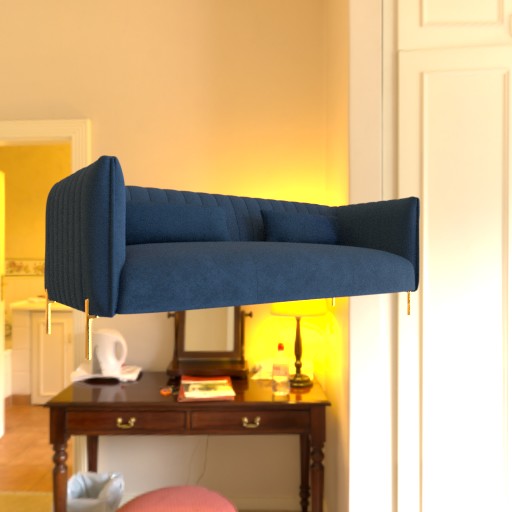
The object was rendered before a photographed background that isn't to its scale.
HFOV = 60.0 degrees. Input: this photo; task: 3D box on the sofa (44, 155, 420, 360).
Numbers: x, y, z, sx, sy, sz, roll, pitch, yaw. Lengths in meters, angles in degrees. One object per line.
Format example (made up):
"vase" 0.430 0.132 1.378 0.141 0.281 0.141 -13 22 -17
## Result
"sofa" 0.000 0.000 2.589 2.136 0.793 0.896 0 0 -37
